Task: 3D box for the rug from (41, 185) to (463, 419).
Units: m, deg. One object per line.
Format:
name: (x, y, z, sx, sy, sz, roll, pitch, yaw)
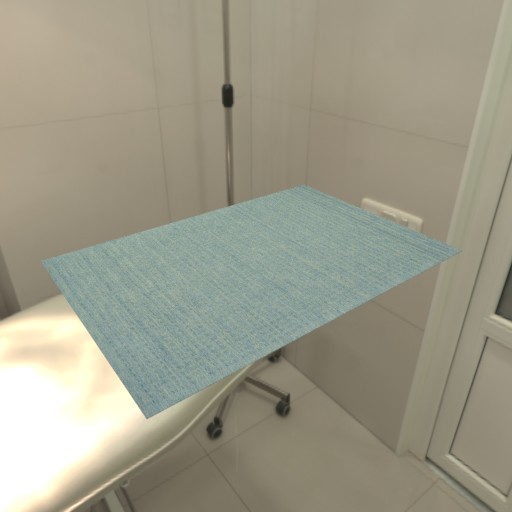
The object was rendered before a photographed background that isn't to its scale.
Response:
rug: (0.000, 0.000, 3.685, 2.895, 0.006, 1.982, -21, 36, -32)
